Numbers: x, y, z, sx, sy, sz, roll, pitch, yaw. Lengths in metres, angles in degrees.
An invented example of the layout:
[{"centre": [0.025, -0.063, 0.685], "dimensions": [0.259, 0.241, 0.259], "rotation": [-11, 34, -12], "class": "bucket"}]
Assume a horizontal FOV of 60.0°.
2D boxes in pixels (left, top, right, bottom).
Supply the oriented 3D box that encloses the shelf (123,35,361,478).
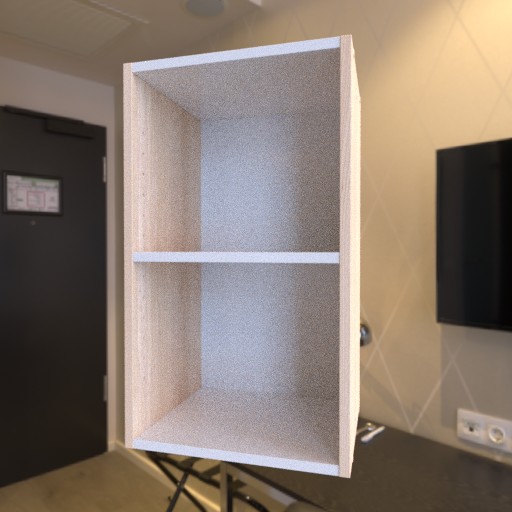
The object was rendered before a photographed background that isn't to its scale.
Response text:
[{"centre": [0.000, 0.000, 0.785], "dimensions": [0.350, 0.600, 0.290], "rotation": [0, 1, 16], "class": "shelf"}]
